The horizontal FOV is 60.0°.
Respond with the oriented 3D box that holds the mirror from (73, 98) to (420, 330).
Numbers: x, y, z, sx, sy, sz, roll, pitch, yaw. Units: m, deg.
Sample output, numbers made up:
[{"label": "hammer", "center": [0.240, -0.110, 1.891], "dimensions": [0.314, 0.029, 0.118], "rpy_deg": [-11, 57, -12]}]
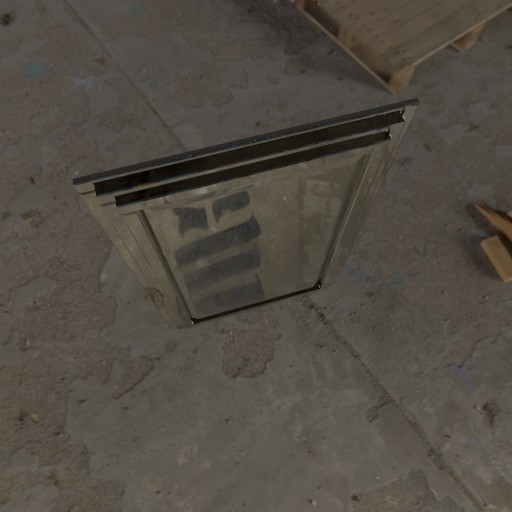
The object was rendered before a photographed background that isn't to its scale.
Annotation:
[{"label": "mirror", "center": [0.000, 0.000, 1.165], "dimensions": [0.613, 0.914, 0.039], "rpy_deg": [-15, 67, -7]}]
